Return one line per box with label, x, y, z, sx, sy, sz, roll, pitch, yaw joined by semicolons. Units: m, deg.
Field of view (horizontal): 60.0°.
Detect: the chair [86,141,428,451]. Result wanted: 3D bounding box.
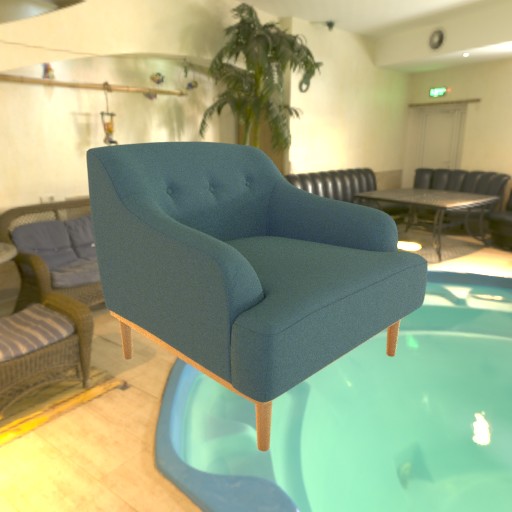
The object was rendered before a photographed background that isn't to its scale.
chair;0.000;0.000;1.649;0.951;0.818;0.946;14;20;42
